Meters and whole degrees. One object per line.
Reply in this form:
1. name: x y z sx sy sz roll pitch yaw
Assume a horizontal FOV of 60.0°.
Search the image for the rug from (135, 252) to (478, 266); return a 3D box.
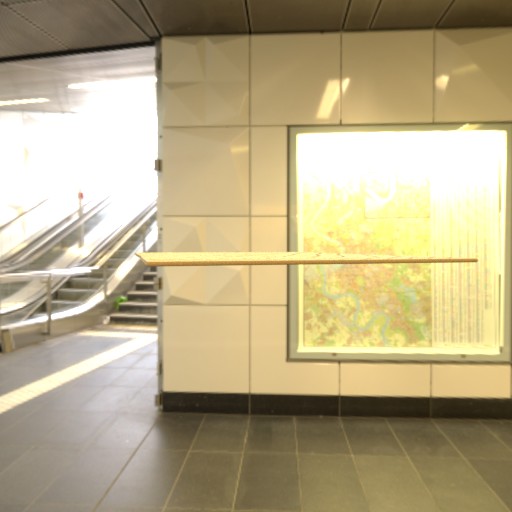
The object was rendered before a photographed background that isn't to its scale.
1. rug: 0.000 0.000 2.378 1.222 0.015 1.828 0 1 -16
